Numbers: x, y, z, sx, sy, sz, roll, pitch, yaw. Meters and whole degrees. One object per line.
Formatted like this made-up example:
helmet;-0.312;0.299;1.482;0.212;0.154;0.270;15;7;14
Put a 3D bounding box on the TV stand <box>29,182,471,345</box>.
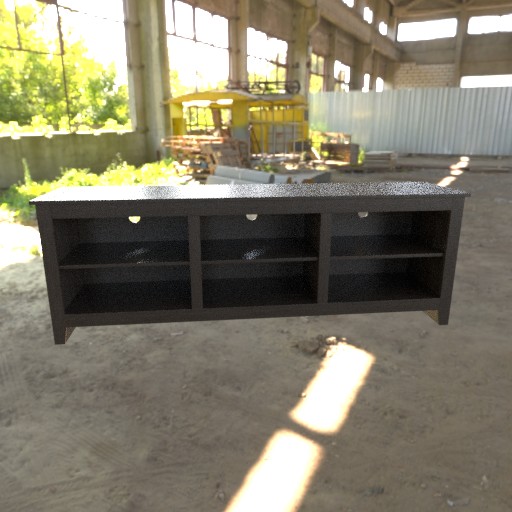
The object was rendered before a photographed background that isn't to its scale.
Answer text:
TV stand;0.000;0.000;2.052;1.778;0.610;0.406;-2;17;-6
